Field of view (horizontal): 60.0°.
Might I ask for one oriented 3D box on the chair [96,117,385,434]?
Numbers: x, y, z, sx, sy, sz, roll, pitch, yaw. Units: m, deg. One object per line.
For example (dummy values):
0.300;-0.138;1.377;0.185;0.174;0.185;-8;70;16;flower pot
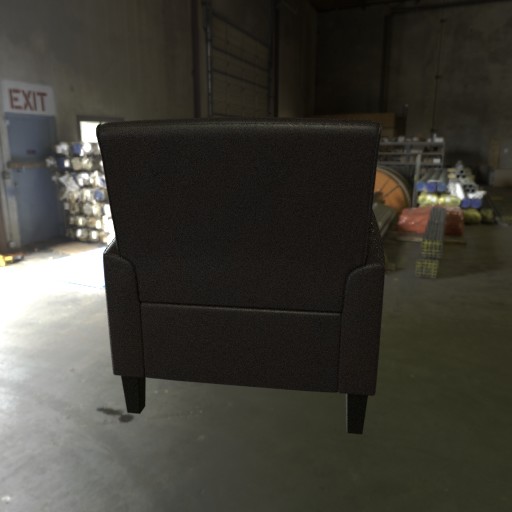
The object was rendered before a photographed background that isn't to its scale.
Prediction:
0.000;0.000;1.599;0.820;0.916;0.819;2;14;8;chair
